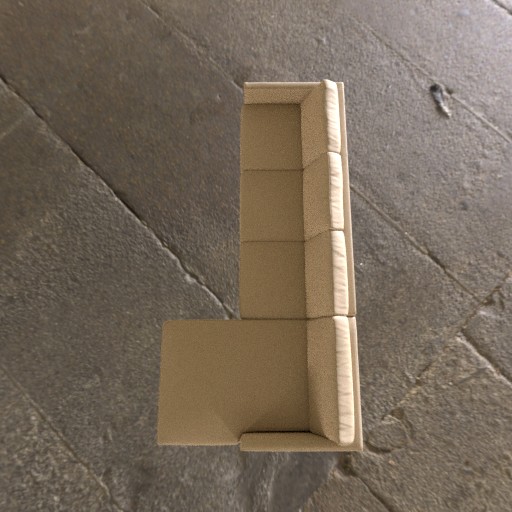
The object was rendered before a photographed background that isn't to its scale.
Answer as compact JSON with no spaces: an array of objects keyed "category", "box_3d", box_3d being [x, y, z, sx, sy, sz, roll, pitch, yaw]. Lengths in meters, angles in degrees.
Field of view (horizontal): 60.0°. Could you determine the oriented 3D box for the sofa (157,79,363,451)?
[{"category":"sofa","box_3d":[0.000,0.000,3.940,1.622,0.871,3.206,0,76,0]}]
